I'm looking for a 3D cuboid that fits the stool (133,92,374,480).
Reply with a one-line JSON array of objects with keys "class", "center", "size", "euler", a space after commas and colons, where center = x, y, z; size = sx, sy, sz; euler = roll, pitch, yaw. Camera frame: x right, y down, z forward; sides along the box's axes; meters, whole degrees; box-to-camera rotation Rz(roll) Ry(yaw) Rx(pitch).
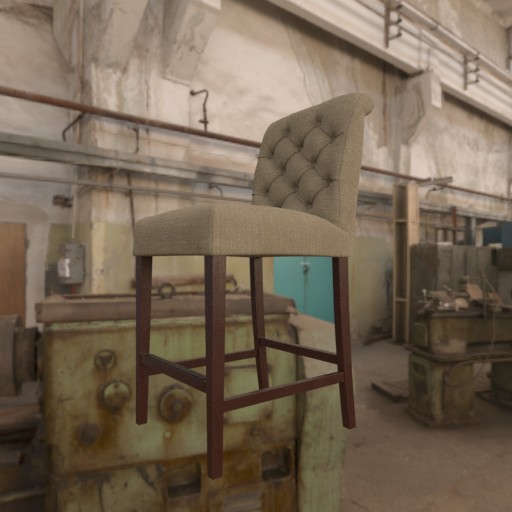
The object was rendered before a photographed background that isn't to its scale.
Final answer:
[{"class": "stool", "center": [0.000, 0.000, 1.446], "size": [0.660, 1.084, 0.486], "euler": [0, 0, -38]}]
